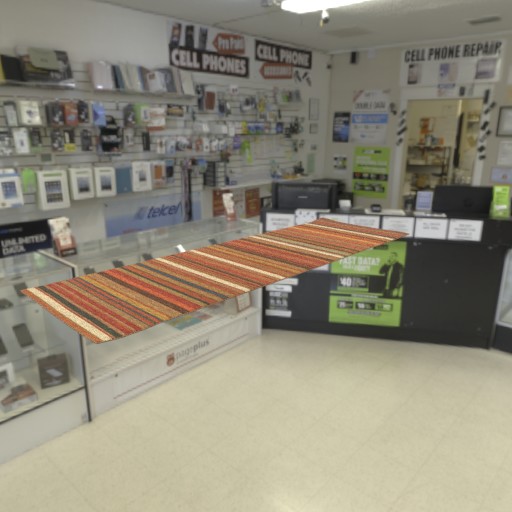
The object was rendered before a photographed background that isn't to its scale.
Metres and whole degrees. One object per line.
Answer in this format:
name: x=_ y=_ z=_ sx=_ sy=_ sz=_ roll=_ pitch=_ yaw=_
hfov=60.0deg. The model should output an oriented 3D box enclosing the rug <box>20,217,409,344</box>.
rug: x=0.000 y=0.000 z=2.700 sx=0.799 sy=0.030 sz=2.444 roll=15 pitch=22 yaw=42
